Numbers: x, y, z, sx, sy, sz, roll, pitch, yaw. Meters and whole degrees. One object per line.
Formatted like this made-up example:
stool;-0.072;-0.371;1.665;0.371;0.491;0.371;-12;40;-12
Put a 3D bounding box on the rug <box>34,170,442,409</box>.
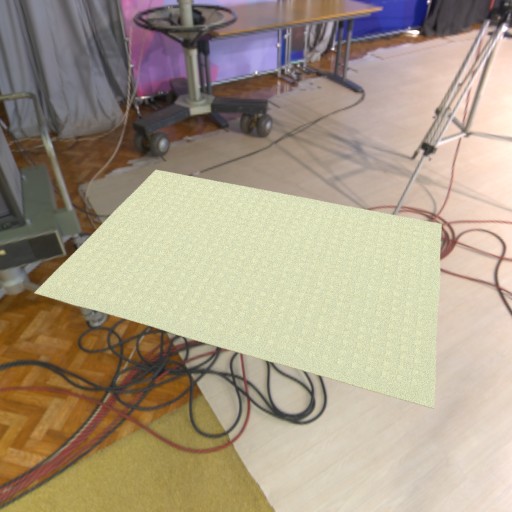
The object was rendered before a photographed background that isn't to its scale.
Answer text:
rug;0.000;0.000;2.210;1.747;0.006;1.143;13;43;14
